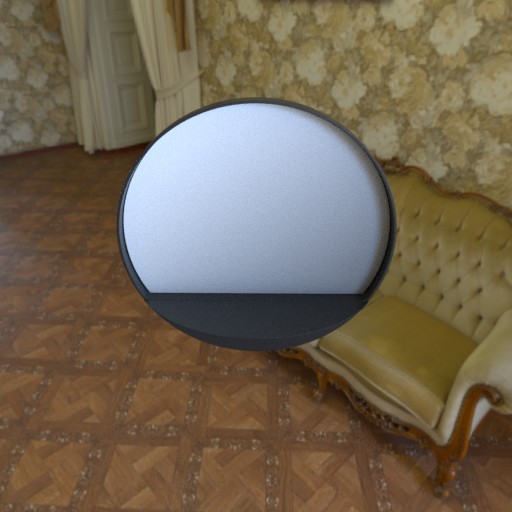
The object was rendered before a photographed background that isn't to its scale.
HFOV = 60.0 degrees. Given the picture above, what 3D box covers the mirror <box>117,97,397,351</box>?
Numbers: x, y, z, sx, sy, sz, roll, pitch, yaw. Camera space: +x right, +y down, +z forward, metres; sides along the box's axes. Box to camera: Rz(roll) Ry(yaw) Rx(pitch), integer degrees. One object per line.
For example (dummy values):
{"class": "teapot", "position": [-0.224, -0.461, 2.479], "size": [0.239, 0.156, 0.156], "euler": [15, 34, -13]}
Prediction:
{"class": "mirror", "position": [0.000, 0.000, 0.698], "size": [0.457, 0.457, 0.133], "euler": [0, 29, 1]}
